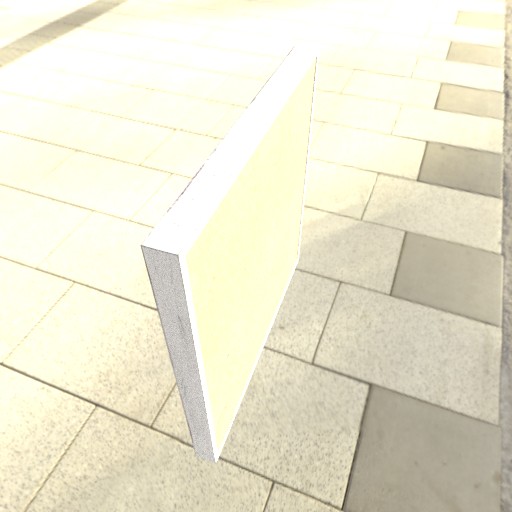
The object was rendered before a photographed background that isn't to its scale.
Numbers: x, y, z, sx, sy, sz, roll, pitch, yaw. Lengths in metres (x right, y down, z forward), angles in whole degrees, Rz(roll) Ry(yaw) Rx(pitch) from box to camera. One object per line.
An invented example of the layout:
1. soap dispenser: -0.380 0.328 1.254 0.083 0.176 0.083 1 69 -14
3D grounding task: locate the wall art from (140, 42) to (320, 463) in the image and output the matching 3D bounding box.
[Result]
1. wall art: 0.000 0.000 0.743 0.038 0.508 0.508 15 48 14
